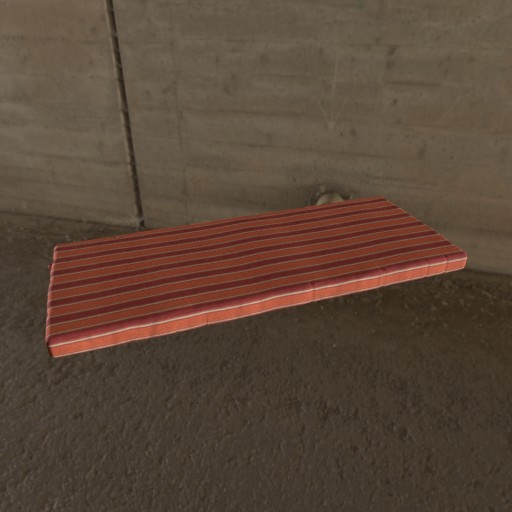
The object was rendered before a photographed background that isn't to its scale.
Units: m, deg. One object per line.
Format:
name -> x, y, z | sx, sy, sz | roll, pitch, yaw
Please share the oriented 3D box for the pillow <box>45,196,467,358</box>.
pillow -> 0.000, 0.000, 1.334 | 1.187, 0.081, 0.492 | -10, 33, -16
